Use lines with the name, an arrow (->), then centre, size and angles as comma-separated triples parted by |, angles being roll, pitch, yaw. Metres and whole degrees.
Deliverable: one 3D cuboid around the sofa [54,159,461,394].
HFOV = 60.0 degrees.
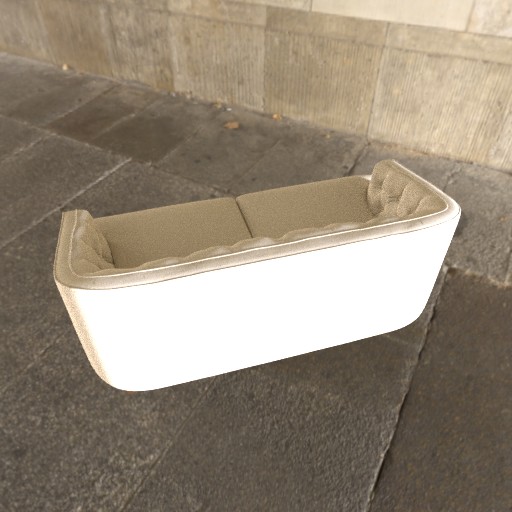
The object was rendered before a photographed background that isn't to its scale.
sofa -> 0.000, 0.000, 2.231 | 1.733, 0.855, 0.941 | -11, 44, -12
